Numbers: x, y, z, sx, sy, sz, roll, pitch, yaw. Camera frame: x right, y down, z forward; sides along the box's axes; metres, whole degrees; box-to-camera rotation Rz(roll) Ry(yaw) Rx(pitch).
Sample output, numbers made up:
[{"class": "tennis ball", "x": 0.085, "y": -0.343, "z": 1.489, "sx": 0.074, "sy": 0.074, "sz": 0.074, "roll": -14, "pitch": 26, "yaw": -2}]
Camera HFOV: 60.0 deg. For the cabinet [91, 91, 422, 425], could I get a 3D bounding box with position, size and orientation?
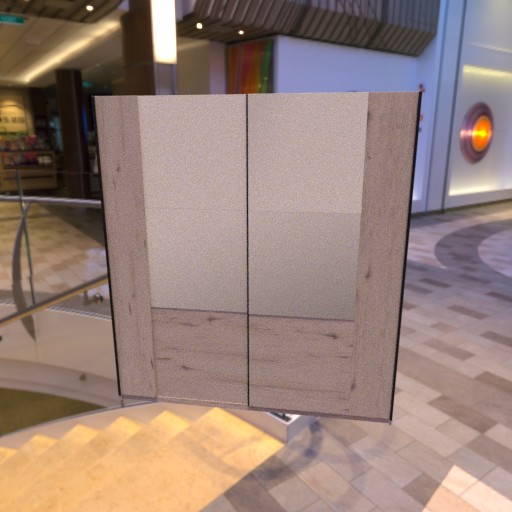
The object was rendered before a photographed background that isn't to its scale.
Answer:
[{"class": "cabinet", "x": 0.000, "y": 0.000, "z": 3.243, "sx": 2.000, "sy": 2.180, "sz": 0.660, "roll": 2, "pitch": 15, "yaw": 9}]
